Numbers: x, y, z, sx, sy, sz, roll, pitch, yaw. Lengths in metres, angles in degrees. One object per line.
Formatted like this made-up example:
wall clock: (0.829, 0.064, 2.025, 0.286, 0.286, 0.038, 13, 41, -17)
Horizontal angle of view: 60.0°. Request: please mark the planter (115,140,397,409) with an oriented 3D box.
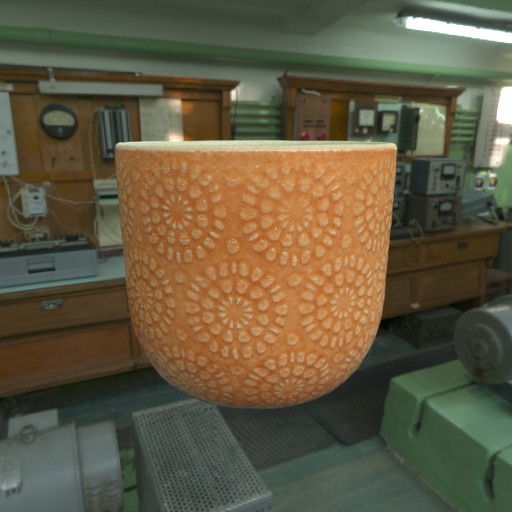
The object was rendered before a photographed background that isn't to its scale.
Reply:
planter: (0.000, 0.000, 0.291, 0.170, 0.152, 0.170, 0, 15, 0)
